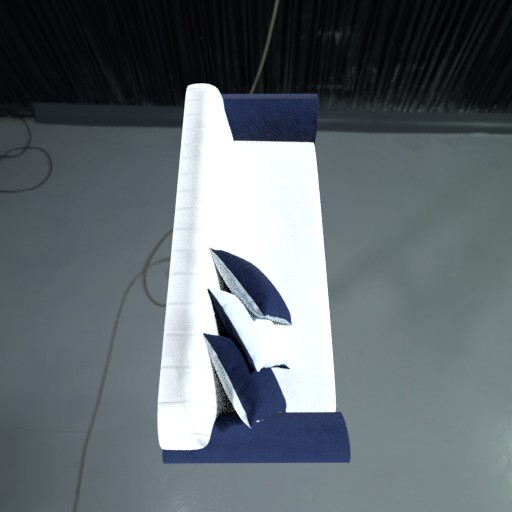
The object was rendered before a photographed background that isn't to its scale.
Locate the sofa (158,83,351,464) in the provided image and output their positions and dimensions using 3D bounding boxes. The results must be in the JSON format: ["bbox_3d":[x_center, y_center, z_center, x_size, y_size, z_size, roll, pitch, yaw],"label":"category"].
[{"bbox_3d":[0.000,0.000,2.355,0.749,0.789,2.006,0,63,0],"label":"sofa"}]
